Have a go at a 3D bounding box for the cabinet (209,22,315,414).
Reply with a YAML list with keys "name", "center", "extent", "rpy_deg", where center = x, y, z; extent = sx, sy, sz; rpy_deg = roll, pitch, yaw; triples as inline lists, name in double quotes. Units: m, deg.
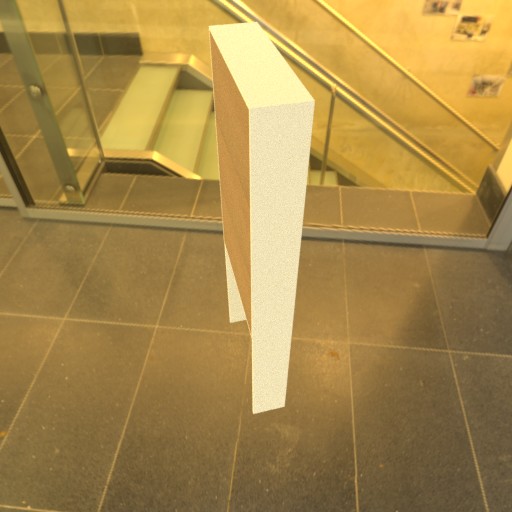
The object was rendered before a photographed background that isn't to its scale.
- name: "cabinet"
  center: [0.000, 0.000, 2.020]
  extent: [0.192, 1.770, 0.643]
  rpy_deg: [-10, 46, -10]
